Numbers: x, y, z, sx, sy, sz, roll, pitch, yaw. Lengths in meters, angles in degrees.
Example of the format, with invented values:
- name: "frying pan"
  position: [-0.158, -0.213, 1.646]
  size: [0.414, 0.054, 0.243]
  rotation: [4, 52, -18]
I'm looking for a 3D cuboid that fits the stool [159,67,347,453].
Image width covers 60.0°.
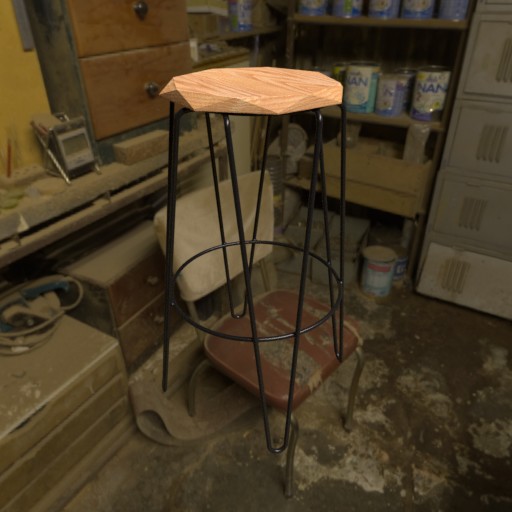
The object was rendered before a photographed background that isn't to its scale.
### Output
- name: "stool"
  position: [0.000, 0.000, 0.816]
  size: [0.326, 0.610, 0.326]
  rotation: [19, 36, 28]
